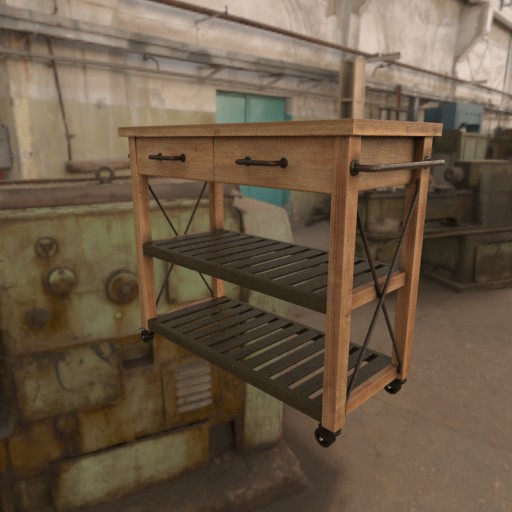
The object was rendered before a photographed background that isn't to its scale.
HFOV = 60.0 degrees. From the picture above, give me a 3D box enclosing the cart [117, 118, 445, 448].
[{"bbox_3d":[0.000,0.000,0.980,0.298,0.554,0.686,-14,20,-43],"label":"cart"}]
